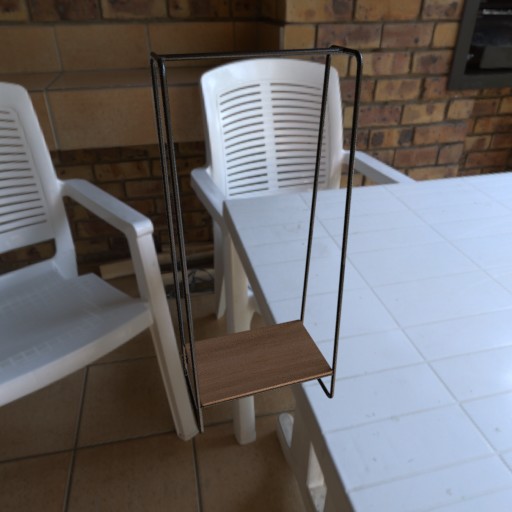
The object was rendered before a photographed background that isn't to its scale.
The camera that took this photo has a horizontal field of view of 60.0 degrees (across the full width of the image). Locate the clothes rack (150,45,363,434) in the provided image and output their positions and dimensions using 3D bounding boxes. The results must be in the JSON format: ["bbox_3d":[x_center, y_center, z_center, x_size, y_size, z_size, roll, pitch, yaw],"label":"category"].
[{"bbox_3d":[0.000,0.000,1.774,0.640,1.500,0.400,-10,32,-15],"label":"clothes rack"}]
